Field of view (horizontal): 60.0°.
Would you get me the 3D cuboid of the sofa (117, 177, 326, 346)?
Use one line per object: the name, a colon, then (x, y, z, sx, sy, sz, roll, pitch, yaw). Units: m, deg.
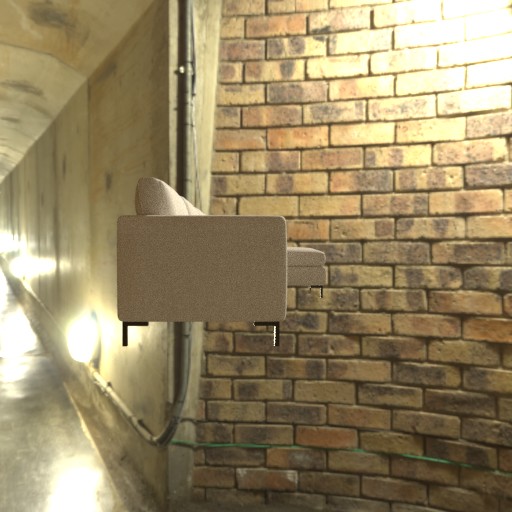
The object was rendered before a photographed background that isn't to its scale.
sofa: (0.000, 0.000, 2.921, 1.126, 0.677, 2.445, 0, 1, -1)
